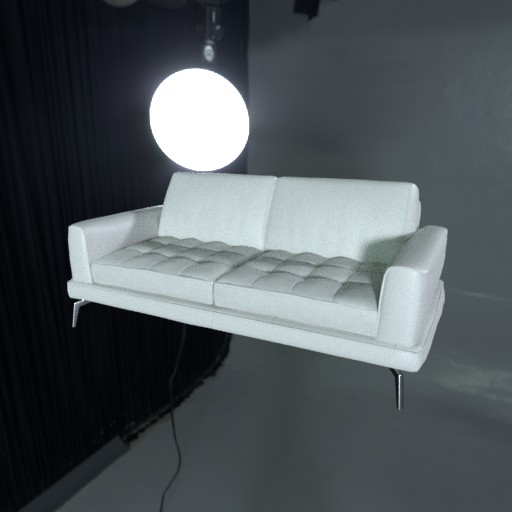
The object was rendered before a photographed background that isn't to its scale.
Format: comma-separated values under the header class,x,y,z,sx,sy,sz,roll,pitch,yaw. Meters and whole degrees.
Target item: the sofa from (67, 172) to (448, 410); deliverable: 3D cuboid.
class,x,y,z,sx,sy,sz,roll,pitch,yaw
sofa,0.000,0.000,2.756,2.177,0.930,1.121,8,17,26
